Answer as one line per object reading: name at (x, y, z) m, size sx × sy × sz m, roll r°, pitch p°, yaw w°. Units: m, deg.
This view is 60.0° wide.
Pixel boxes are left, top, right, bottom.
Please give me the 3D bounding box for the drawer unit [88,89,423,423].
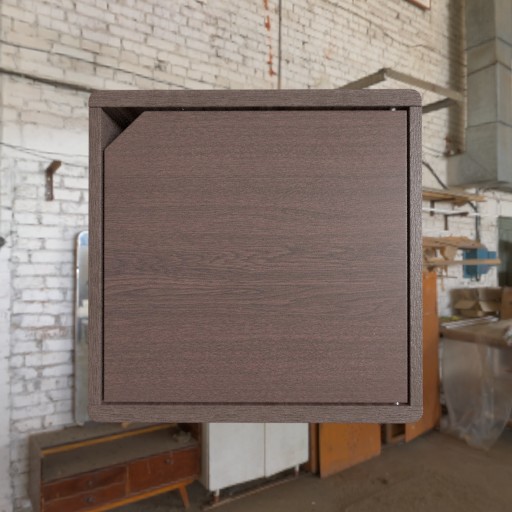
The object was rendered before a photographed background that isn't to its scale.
drawer unit at (0.000, 0.000, 0.600) m, size 0.344 × 0.344 × 0.290 m, roll 0°, pitch 0°, yaw 1°
